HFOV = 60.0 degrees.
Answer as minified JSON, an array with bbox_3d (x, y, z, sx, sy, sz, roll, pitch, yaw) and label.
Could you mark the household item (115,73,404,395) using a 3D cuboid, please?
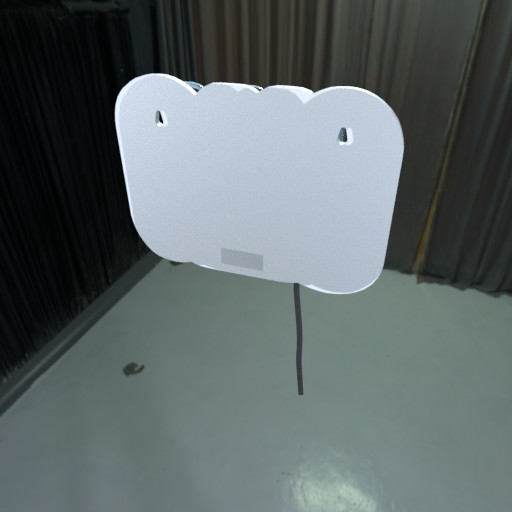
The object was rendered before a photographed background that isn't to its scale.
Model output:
[{"bbox_3d":[0.000,0.000,0.384,0.211,0.294,0.042,10,33,16],"label":"household item"}]
